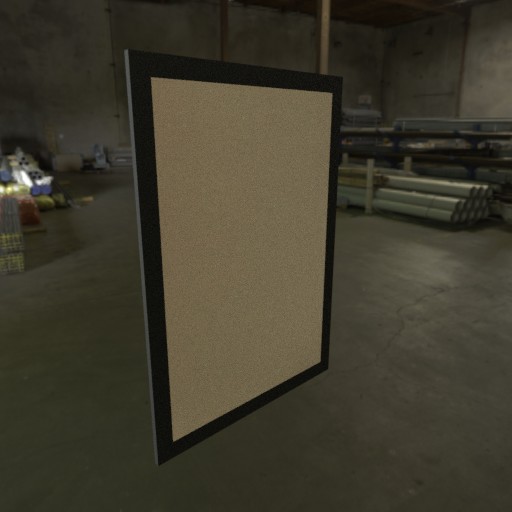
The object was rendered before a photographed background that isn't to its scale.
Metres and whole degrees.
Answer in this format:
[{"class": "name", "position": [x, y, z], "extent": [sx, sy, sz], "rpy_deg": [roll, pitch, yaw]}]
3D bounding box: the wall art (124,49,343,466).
[{"class": "wall art", "position": [0.000, 0.000, 0.668], "extent": [0.379, 0.530, 0.008], "rpy_deg": [-14, 21, -41]}]
